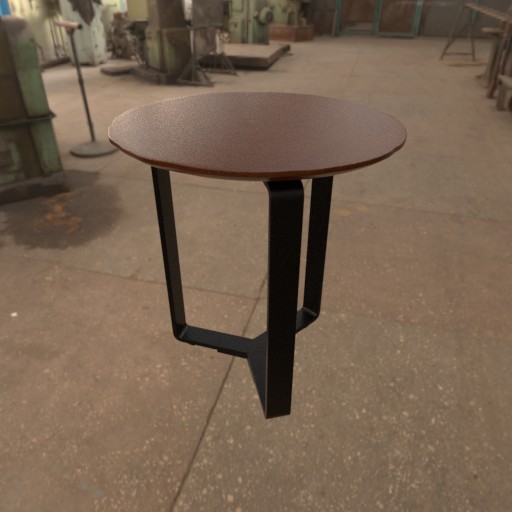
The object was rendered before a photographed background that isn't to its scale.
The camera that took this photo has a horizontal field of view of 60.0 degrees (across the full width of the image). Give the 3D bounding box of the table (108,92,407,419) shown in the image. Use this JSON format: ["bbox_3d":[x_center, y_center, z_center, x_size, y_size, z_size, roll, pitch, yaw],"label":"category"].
[{"bbox_3d":[0.000,0.000,0.747,0.410,0.450,0.380,9,33,14],"label":"table"}]
